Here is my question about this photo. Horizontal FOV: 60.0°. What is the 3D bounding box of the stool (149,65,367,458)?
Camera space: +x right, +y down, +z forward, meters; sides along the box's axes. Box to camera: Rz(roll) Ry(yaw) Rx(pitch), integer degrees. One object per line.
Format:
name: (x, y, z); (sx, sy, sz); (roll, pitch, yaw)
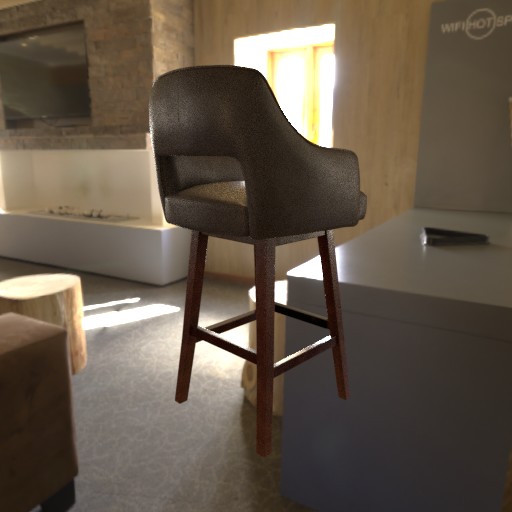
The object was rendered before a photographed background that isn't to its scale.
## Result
stool: (0.000, 0.000, 1.398); (0.550, 1.041, 0.560); (13, 18, 43)
